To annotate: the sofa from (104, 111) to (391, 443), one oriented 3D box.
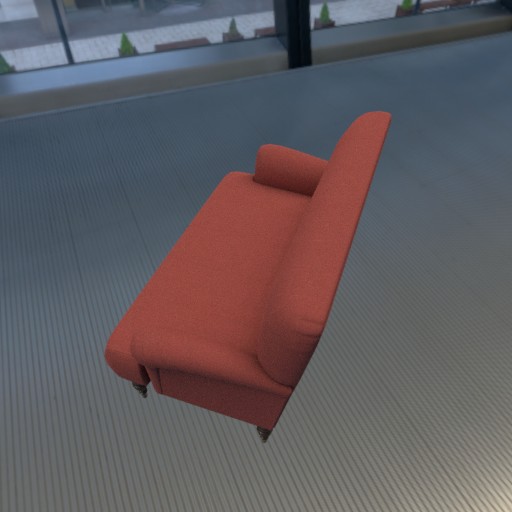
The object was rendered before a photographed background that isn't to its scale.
[{"bbox_3d":[0.000,0.000,1.849,0.779,0.889,1.297,15,47,14],"label":"sofa"}]
